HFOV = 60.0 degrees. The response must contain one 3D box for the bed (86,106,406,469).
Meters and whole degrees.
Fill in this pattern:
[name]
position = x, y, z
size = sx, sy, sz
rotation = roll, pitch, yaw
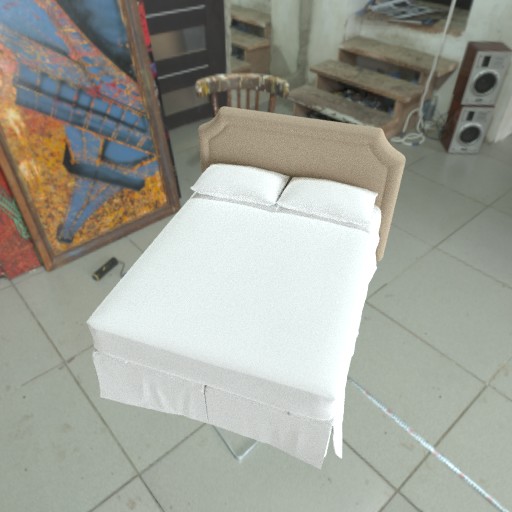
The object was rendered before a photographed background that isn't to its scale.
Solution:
[bed]
position = 0.000, 0.000, 3.305
size = 1.828, 1.301, 2.204
rotation = 13, 42, 14
